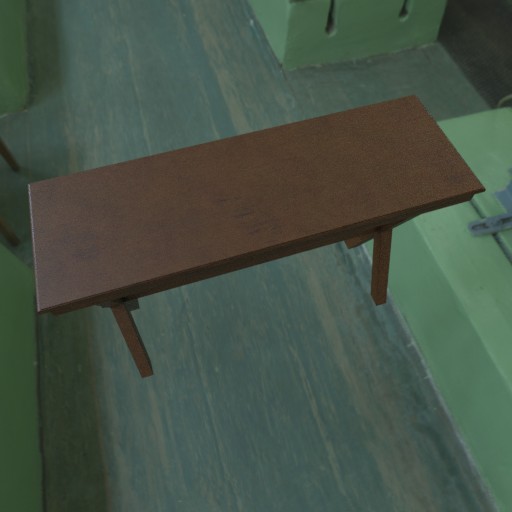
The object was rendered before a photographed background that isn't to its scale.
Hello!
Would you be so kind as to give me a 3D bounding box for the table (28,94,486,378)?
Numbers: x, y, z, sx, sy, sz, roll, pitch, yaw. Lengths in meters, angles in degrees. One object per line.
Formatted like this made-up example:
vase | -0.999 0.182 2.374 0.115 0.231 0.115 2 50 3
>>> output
table | 0.000 0.000 1.541 1.197 0.763 0.399 -15 61 -9
